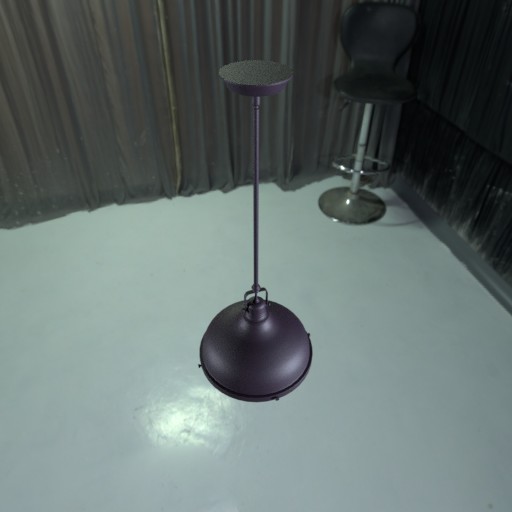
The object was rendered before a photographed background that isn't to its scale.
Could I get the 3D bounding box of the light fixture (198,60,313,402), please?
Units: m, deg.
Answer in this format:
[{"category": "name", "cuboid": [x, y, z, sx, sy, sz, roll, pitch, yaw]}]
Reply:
[{"category": "light fixture", "cuboid": [0.000, 0.000, 1.052, 0.341, 0.849, 0.341, -13, 42, -15]}]
